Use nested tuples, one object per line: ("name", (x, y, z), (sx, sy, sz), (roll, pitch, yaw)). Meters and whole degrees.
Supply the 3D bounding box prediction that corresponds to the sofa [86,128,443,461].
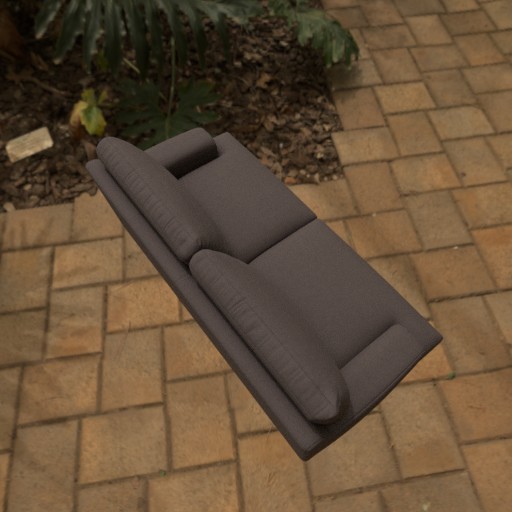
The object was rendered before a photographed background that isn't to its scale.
("sofa", (0.000, 0.000, 2.853), (1.140, 0.950, 2.271), (-34, 64, -19))
